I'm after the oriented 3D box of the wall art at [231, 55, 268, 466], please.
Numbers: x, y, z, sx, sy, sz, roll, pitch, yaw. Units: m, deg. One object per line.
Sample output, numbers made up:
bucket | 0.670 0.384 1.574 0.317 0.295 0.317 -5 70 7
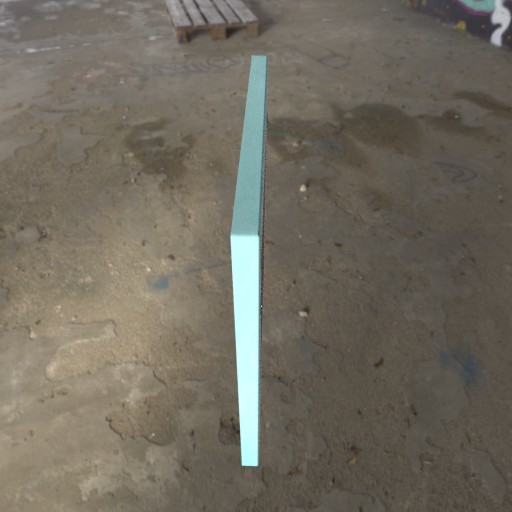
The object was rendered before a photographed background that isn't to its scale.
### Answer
wall art | 0.000 0.000 1.630 0.070 1.073 1.071 1 42 1
